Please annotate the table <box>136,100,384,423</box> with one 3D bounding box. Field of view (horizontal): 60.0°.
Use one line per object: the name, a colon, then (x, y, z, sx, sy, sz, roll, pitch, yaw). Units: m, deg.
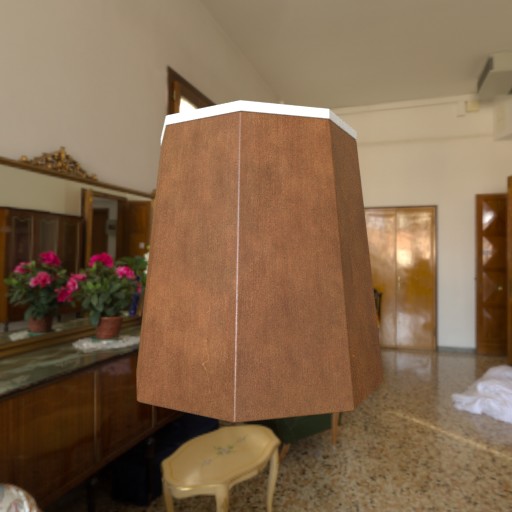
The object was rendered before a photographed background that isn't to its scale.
table: (0.000, 0.000, 0.835, 0.439, 0.457, 0.439, 0, 0, -17)
